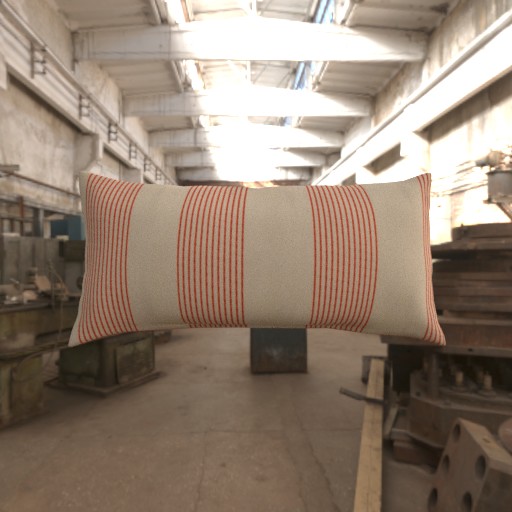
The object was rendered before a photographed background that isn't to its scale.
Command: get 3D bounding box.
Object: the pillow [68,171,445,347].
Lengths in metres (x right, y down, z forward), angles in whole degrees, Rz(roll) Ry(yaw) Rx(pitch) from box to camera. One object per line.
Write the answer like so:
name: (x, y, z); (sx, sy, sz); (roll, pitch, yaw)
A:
pillow: (0.000, 0.000, 0.734); (0.608, 0.292, 0.156); (0, 1, 0)
